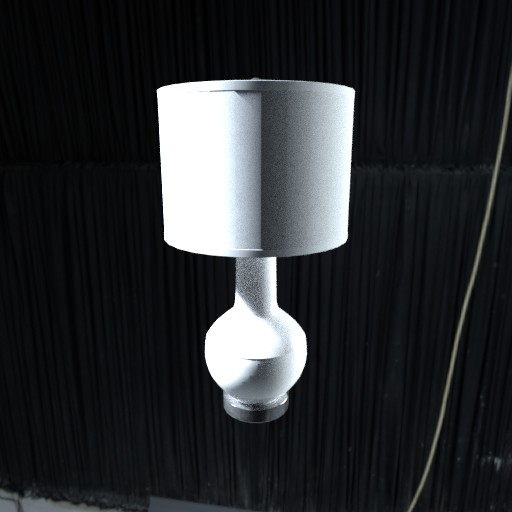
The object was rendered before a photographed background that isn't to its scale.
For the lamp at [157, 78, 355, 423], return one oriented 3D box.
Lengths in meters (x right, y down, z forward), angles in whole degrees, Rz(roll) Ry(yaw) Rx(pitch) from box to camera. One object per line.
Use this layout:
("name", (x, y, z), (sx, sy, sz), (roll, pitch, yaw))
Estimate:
("lamp", (0.000, 0.000, 0.894), (0.357, 0.673, 0.357), (3, 15, 10))
